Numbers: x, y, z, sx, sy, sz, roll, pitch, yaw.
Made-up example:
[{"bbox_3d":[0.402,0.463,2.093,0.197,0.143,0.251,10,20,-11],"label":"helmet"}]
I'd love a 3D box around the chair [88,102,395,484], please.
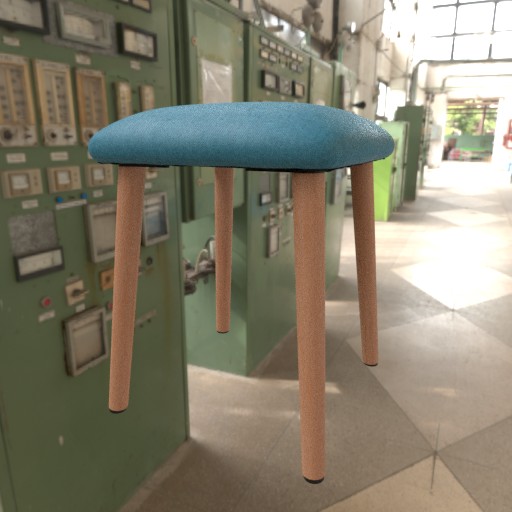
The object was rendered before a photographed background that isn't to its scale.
[{"bbox_3d":[0.000,0.000,0.695,0.360,0.450,0.360,7,17,25],"label":"chair"}]
